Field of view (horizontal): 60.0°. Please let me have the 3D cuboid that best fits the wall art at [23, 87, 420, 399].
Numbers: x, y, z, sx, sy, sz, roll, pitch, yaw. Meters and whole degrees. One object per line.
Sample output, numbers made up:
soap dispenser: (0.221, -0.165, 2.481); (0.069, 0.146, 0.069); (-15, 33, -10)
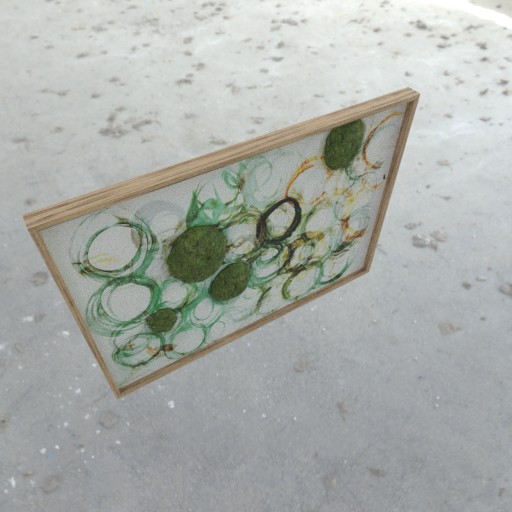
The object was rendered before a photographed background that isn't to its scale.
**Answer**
wall art: (0.000, 0.000, 1.067); (0.841, 0.609, 0.063); (-24, 52, -20)
